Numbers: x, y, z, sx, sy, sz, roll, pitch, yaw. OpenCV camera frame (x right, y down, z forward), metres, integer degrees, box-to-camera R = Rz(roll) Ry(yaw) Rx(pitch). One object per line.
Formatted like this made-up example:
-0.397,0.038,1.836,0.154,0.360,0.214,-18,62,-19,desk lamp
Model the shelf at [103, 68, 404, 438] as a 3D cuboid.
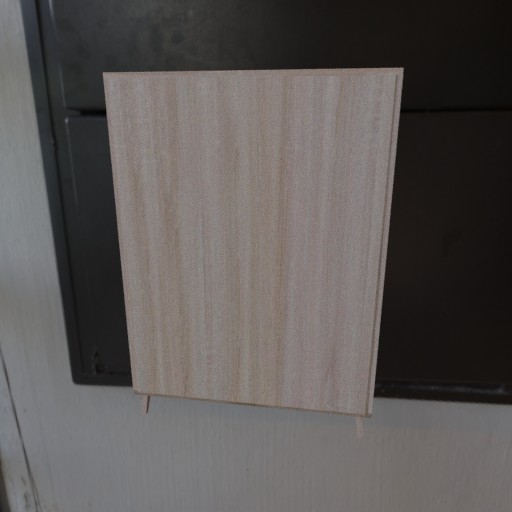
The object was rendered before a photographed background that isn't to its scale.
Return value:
0.000,0.000,1.858,0.995,1.405,0.434,3,18,9,shelf
